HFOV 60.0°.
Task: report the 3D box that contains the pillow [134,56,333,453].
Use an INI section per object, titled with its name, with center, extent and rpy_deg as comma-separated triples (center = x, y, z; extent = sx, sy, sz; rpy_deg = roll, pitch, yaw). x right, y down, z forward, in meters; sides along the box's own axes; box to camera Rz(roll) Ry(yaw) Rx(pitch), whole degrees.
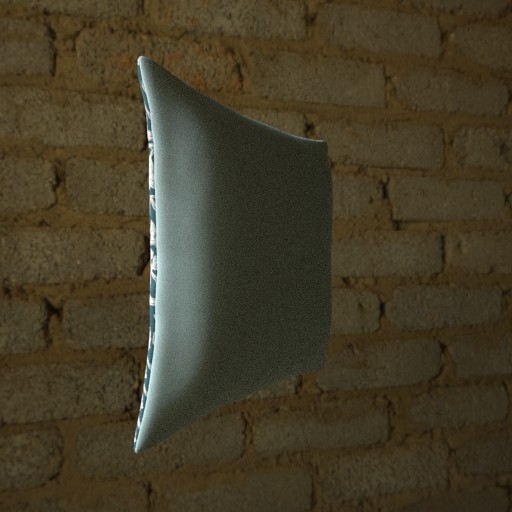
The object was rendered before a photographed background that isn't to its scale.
[pillow]
center = 0.000, 0.000, 0.776
extent = 0.166, 0.508, 0.525
rpy_deg = 0, 0, 35
